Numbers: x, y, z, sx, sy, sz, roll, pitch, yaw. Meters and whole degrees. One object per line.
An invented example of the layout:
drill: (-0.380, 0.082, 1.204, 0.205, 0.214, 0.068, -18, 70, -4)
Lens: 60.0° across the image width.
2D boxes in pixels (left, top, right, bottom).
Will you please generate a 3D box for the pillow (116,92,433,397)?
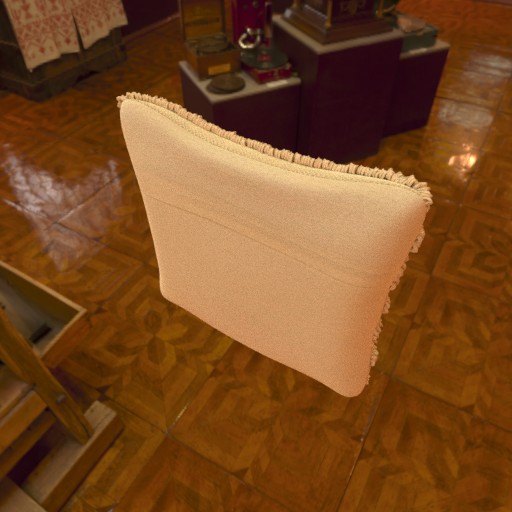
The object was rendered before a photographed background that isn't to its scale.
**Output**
pillow: (0.000, 0.000, 0.675, 0.437, 0.427, 0.145, 24, 50, 22)
